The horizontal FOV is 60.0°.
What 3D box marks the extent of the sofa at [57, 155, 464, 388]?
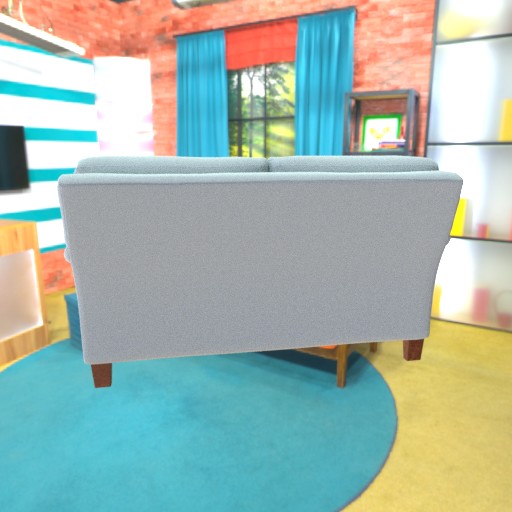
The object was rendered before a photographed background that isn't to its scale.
[{"bbox_3d":[0.000,0.000,2.492,1.853,1.101,1.084,-2,13,-10],"label":"sofa"}]
